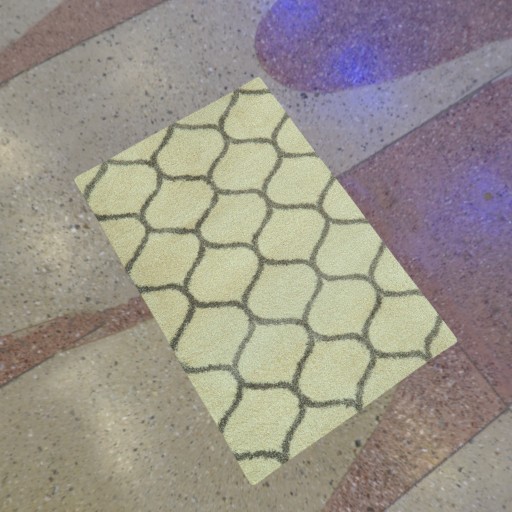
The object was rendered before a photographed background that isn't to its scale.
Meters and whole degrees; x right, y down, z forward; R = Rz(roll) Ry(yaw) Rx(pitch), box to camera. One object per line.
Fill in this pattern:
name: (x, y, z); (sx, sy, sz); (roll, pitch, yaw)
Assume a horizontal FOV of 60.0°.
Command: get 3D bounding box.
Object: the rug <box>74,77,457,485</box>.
rug: (0.000, 0.000, 3.433); (1.801, 0.026, 2.701); (-32, 77, -8)
